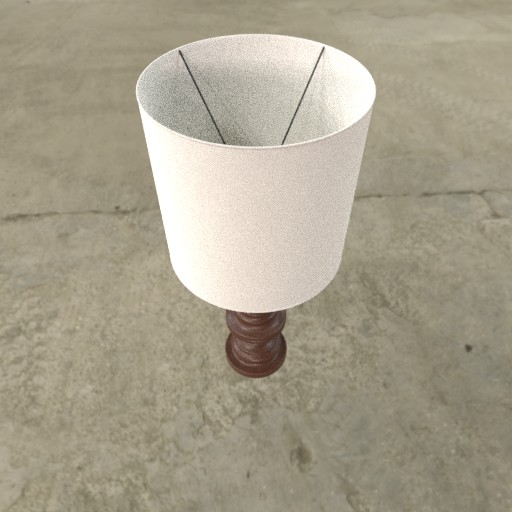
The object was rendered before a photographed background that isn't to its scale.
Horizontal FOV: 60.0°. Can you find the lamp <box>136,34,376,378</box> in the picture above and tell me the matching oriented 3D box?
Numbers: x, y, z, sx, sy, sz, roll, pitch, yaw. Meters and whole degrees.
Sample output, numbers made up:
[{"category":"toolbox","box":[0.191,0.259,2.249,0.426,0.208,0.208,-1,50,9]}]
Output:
[{"category":"lamp","box":[0.000,0.000,0.558,0.208,0.455,0.208,17,49,15]}]
